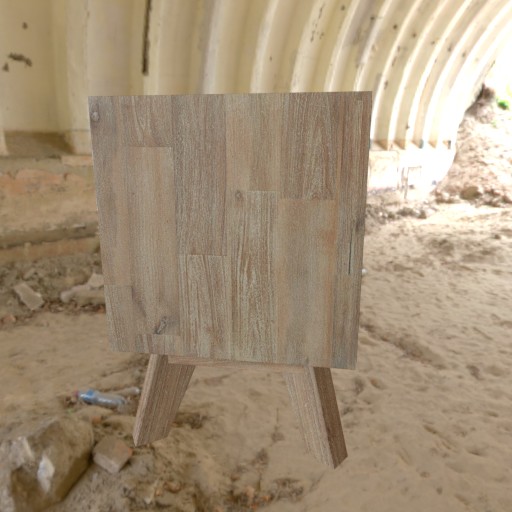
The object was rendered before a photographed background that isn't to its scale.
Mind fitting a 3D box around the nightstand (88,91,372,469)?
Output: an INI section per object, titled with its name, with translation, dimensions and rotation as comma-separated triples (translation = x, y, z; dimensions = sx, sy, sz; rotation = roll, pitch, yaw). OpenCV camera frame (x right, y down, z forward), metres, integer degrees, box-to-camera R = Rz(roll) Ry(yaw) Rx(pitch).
[nightstand]
translation = 0.000, 0.000, 0.936
dimensions = 0.396, 0.589, 0.552
rotation = 2, 14, 9
